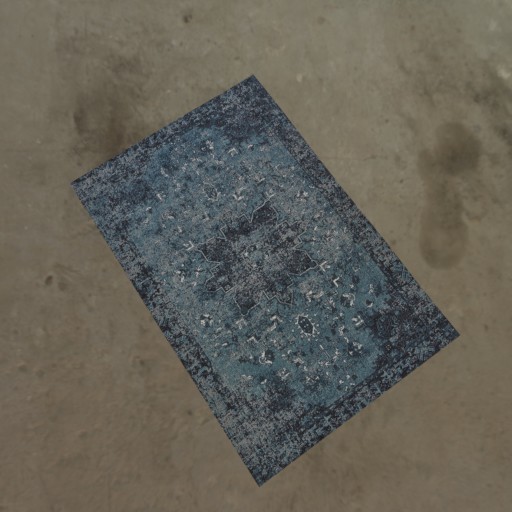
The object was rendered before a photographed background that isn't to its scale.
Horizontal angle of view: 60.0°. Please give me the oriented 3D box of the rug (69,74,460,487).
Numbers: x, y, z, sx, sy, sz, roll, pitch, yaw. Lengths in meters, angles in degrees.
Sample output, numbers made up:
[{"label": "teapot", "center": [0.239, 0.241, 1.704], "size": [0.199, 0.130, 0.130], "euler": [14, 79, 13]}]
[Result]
[{"label": "rug", "center": [0.000, 0.000, 2.314], "size": [1.219, 0.005, 1.828], "euler": [-34, 78, -8]}]
